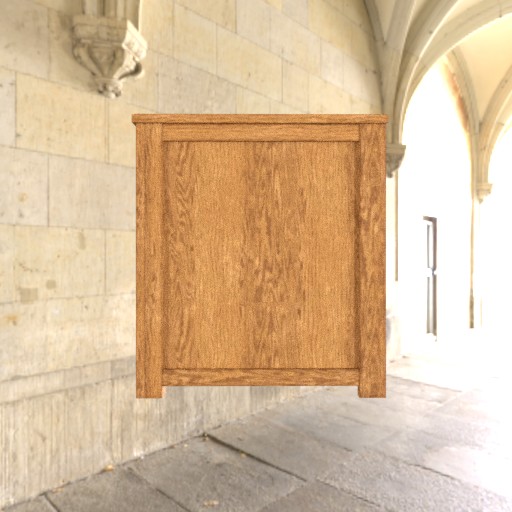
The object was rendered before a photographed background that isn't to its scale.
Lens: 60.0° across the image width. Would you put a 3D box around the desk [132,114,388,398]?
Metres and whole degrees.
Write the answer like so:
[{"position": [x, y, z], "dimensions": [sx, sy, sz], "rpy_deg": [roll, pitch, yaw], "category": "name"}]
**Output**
[{"position": [0.000, 0.000, 1.947], "dimensions": [0.685, 0.751, 1.567], "rpy_deg": [0, 0, 0], "category": "desk"}]
